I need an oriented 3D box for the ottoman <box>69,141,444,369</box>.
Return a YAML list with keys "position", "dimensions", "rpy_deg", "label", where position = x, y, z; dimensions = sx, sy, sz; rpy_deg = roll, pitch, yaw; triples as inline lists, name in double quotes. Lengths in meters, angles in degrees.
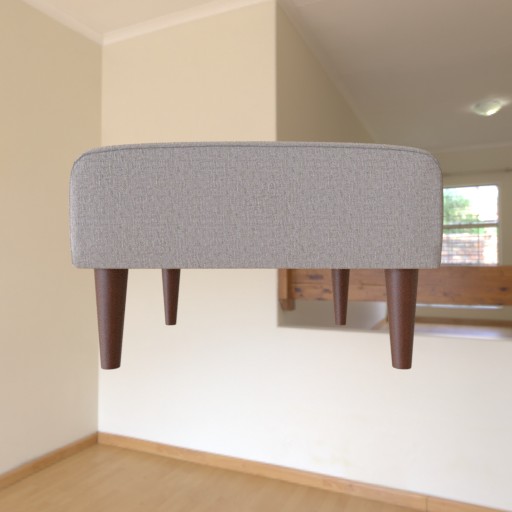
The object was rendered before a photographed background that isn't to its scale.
- position: [0.000, 0.000, 1.050]
  dimensions: [0.648, 0.399, 0.655]
  rpy_deg: [0, -1, 0]
  label: "ottoman"
